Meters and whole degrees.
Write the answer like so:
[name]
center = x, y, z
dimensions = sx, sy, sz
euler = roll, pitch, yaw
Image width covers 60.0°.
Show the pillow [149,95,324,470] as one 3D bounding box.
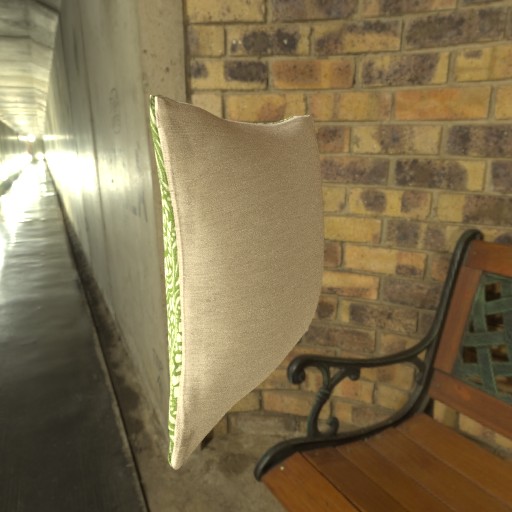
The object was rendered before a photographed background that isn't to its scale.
[pillow]
center = 0.000, 0.000, 0.657
dimensions = 0.162, 0.419, 0.440
euler = 8, 17, 26
